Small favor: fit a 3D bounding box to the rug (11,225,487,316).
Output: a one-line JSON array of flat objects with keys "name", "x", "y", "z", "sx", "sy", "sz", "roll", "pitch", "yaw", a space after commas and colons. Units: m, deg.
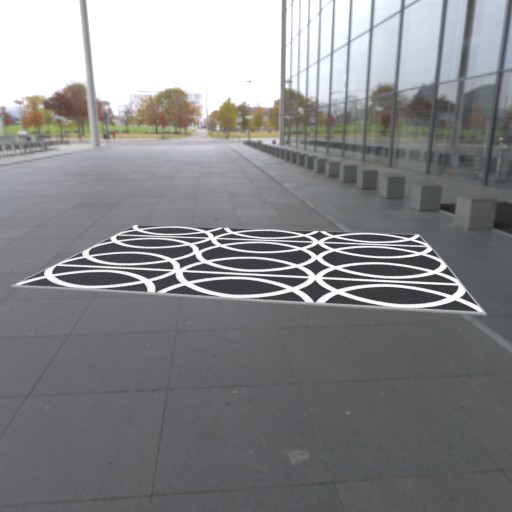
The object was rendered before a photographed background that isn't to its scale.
[{"name": "rug", "x": 0.000, "y": 0.000, "z": 2.805, "sx": 2.290, "sy": 0.014, "sz": 1.526, "roll": 2, "pitch": 16, "yaw": 8}]
